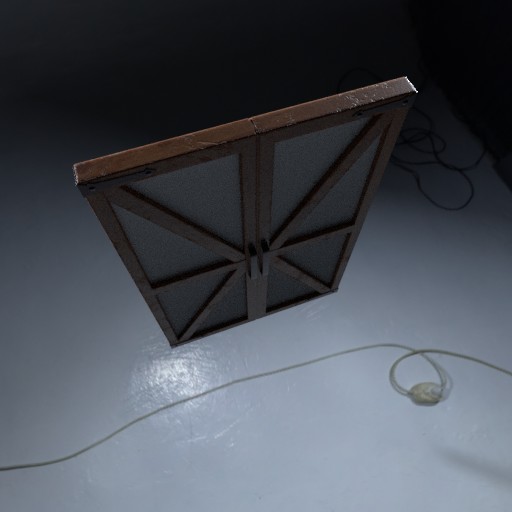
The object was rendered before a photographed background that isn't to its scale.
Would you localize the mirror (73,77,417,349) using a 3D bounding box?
[{"bbox_3d":[0.000,0.000,0.969,0.517,0.761,0.053,-18,63,-9],"label":"mirror"}]
